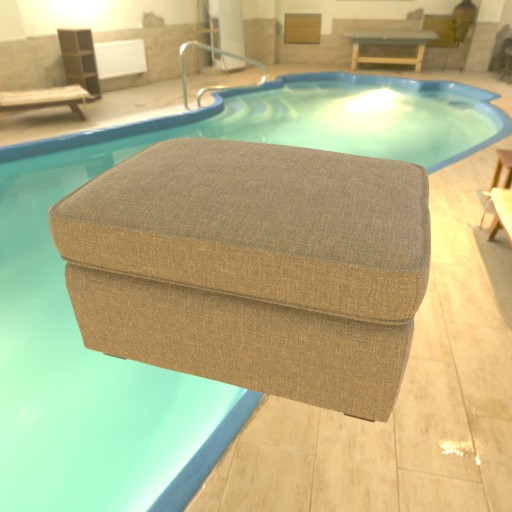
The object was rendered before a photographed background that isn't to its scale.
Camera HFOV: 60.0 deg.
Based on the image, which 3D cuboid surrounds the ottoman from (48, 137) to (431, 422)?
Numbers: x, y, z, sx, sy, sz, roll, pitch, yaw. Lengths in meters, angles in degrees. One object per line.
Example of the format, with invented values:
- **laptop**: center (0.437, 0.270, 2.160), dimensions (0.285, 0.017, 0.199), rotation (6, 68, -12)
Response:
- **ottoman**: center (0.000, 0.000, 1.105), dimensions (0.762, 0.457, 0.559), rotation (9, 33, 15)
